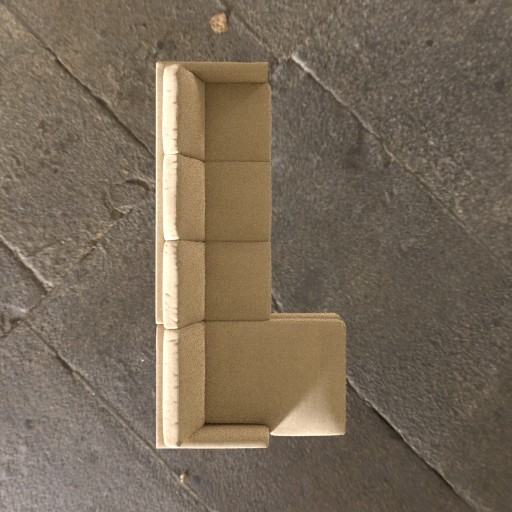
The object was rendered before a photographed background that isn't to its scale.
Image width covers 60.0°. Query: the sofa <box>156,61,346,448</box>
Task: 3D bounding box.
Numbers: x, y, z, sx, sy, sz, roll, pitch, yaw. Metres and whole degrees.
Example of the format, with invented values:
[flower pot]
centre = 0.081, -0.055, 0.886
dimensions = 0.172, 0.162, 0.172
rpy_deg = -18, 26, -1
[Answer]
[sofa]
centre = 0.000, 0.000, 3.904
dimensions = 1.650, 0.922, 3.205
rpy_deg = 0, 90, -1
